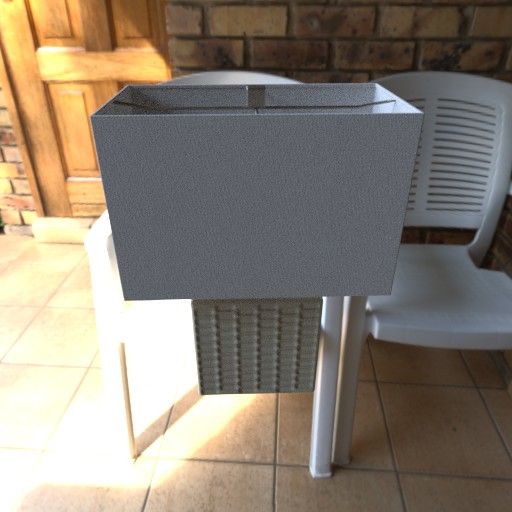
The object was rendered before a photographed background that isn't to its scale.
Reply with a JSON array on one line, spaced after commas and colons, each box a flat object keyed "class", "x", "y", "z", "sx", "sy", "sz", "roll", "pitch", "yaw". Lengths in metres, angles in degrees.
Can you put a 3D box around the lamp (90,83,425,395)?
[{"class": "lamp", "x": 0.000, "y": 0.000, "z": 0.710, "sx": 0.380, "sy": 0.515, "sz": 0.200, "roll": -1, "pitch": 31, "yaw": -2}]
